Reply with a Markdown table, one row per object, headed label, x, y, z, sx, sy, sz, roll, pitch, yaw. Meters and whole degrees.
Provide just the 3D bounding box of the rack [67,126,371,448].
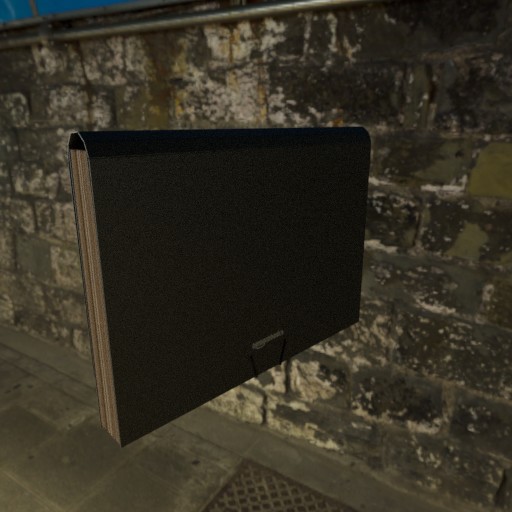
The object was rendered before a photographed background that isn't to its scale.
| label | x | y | z | sx | sy | sz | roll | pitch | yaw |
| --- | --- | --- | --- | --- | --- | --- | --- | --- | --- |
| rack | 0.000 | 0.000 | 0.435 | 0.330 | 0.241 | 0.041 | -16 | 23 | -42 |
